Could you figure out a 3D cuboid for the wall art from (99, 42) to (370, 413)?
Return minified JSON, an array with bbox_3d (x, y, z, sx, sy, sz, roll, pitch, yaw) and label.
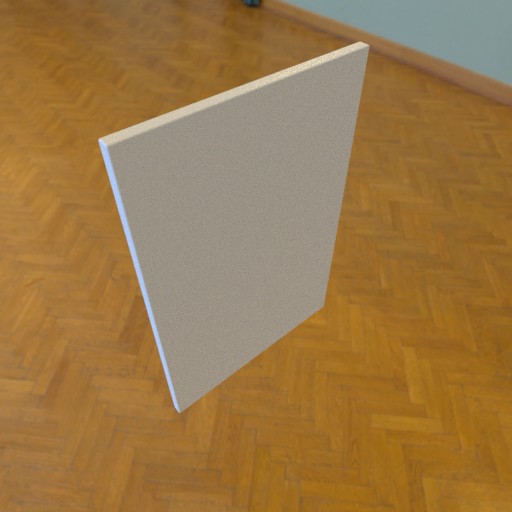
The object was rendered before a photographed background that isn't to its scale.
[{"bbox_3d":[0.000,0.000,1.024,0.556,0.813,0.026,-31,53,-27],"label":"wall art"}]
